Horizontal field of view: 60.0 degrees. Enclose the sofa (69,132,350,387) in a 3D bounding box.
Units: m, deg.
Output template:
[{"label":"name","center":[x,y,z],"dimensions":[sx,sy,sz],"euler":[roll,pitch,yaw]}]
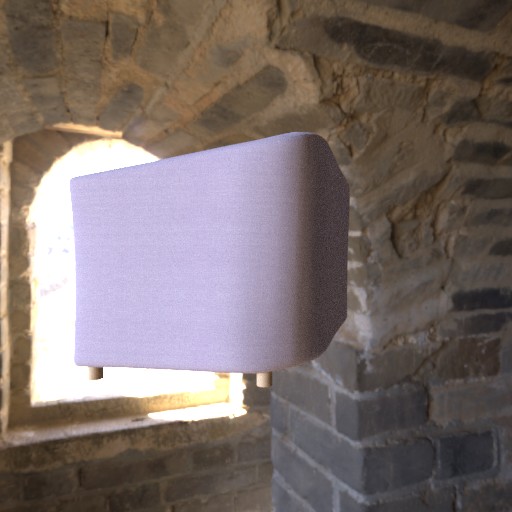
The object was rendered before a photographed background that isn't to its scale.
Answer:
[{"label":"sofa","center":[0.000,0.000,1.850],"dimensions":[0.705,0.721,1.452],"euler":[0,0,16]}]
